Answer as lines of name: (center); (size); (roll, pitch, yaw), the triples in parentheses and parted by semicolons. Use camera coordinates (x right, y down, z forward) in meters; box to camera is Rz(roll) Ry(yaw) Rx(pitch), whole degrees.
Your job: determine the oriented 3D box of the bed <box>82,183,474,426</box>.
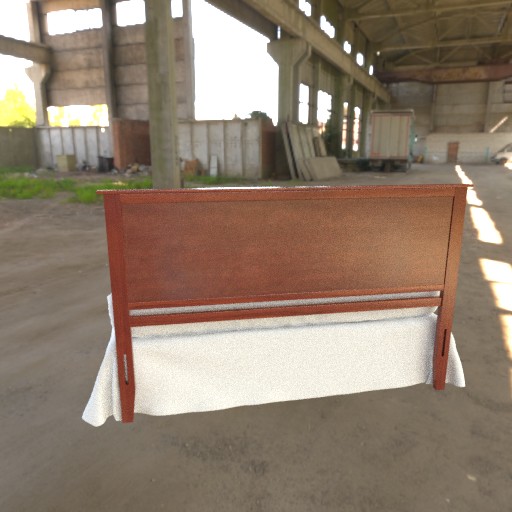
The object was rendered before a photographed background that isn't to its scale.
bed: (0.000, 0.000, 3.479); (2.314, 1.271, 2.219); (-3, 14, -10)
